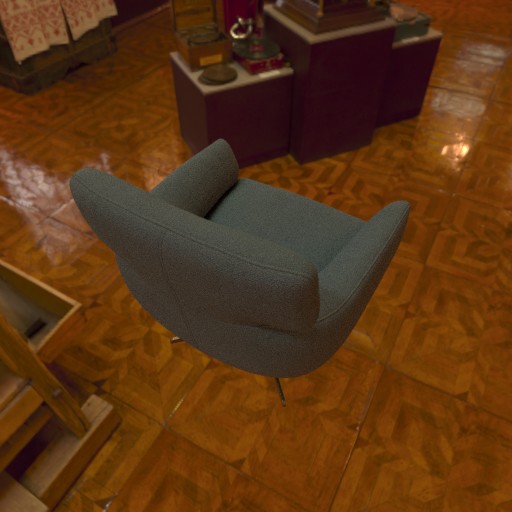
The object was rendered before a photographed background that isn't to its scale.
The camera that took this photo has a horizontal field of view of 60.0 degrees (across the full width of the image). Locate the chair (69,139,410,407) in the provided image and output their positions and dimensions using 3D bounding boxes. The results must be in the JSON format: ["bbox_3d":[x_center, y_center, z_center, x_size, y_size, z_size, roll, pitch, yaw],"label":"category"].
[{"bbox_3d":[0.000,0.000,1.377,0.738,0.813,0.761,24,51,21],"label":"chair"}]
